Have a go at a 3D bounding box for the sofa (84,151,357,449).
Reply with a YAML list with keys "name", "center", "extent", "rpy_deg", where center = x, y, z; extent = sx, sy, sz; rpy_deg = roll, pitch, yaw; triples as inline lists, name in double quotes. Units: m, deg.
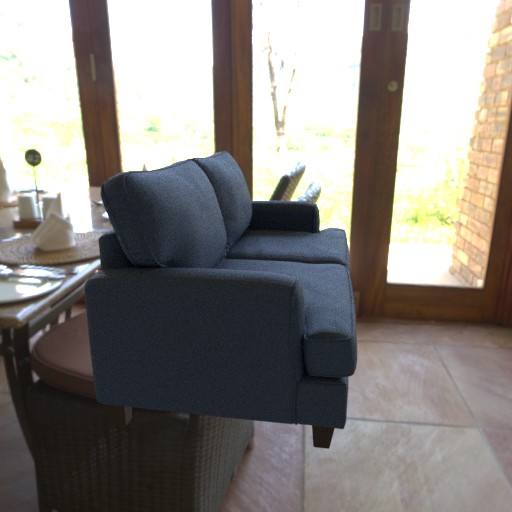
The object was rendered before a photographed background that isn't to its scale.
- name: "sofa"
  center: [0.000, 0.000, 2.237]
  extent: [0.965, 0.965, 1.651]
  rpy_deg: [3, 17, 9]
